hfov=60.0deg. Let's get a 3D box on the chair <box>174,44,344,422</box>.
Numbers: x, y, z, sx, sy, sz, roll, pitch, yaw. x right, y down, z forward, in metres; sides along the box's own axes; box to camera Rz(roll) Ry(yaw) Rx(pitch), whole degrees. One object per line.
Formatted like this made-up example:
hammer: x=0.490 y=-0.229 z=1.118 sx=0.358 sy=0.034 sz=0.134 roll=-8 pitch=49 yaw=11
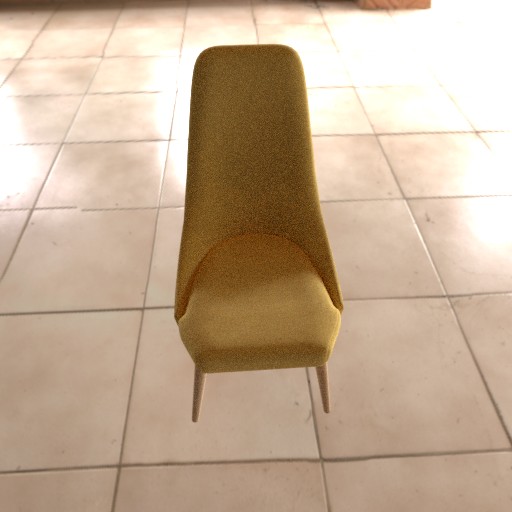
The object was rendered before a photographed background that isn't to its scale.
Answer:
chair: x=0.000 y=0.000 z=1.386 sx=0.510 sy=1.040 sz=0.660 roll=-3 pitch=46 yaw=-3
